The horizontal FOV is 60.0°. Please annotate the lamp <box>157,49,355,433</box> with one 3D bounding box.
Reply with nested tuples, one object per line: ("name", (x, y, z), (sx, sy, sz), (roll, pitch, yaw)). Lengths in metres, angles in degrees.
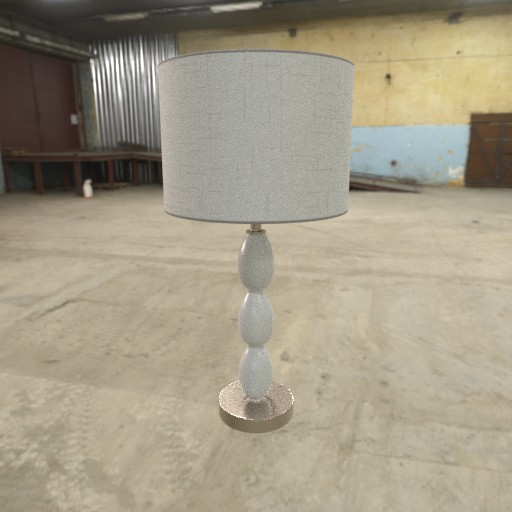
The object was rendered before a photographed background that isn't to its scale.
("lamp", (0.000, 0.000, 0.710), (0.282, 0.559, 0.280), (13, 19, 42))
